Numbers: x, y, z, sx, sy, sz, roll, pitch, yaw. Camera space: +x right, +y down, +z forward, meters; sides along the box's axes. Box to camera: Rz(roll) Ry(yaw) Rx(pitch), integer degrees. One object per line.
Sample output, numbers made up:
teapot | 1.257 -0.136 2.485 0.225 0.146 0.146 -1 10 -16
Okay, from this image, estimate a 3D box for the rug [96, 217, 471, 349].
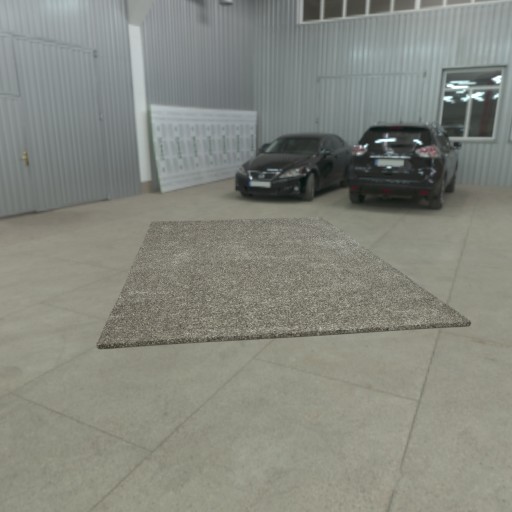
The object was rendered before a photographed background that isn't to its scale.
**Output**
rug | 0.000 0.000 3.366 1.802 0.026 2.699 -2 16 -7
